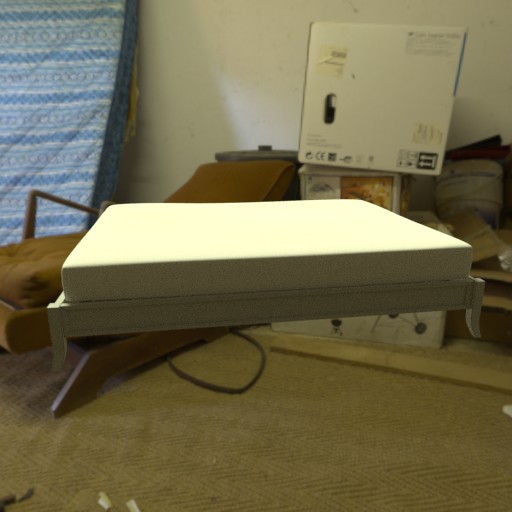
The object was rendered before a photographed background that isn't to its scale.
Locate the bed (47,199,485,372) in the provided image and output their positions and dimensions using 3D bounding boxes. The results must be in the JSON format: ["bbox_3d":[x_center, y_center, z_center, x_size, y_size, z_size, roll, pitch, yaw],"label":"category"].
[{"bbox_3d":[0.000,0.000,2.821,2.108,0.510,1.604,-3,17,-9],"label":"bed"}]
